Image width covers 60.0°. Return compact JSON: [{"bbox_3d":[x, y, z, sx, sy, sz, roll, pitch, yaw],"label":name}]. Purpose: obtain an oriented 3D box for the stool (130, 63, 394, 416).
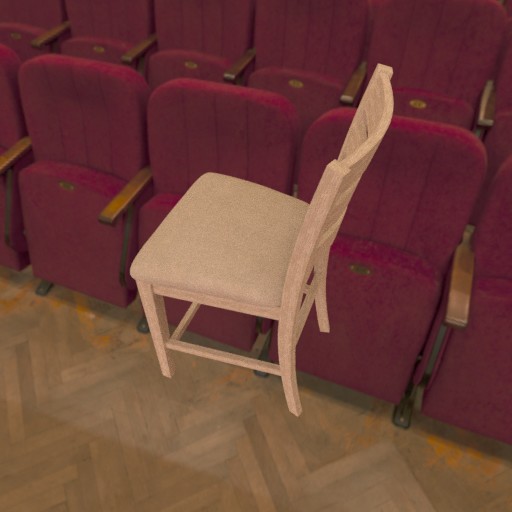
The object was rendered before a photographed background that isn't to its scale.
[{"bbox_3d":[0.000,0.000,1.312,0.569,1.032,0.484,17,49,15],"label":"stool"}]
